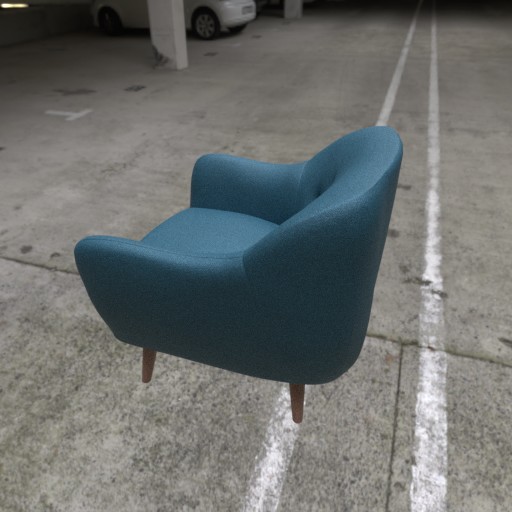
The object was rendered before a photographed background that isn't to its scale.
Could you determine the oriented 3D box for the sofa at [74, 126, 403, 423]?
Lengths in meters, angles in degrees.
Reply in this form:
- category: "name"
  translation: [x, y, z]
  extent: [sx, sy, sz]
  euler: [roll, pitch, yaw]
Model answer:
- category: "sofa"
  translation: [0.000, 0.000, 1.487]
  extent: [0.825, 0.817, 0.836]
  euler: [9, 31, 16]
